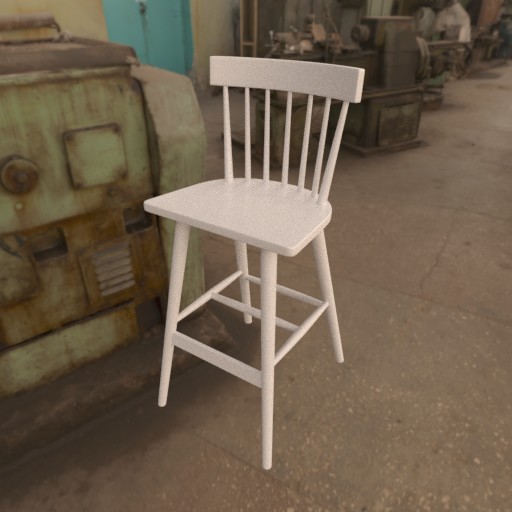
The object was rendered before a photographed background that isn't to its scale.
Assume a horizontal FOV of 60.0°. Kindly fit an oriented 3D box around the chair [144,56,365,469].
[{"bbox_3d":[0.000,0.000,1.380,0.483,1.092,0.572,19,35,28],"label":"chair"}]
